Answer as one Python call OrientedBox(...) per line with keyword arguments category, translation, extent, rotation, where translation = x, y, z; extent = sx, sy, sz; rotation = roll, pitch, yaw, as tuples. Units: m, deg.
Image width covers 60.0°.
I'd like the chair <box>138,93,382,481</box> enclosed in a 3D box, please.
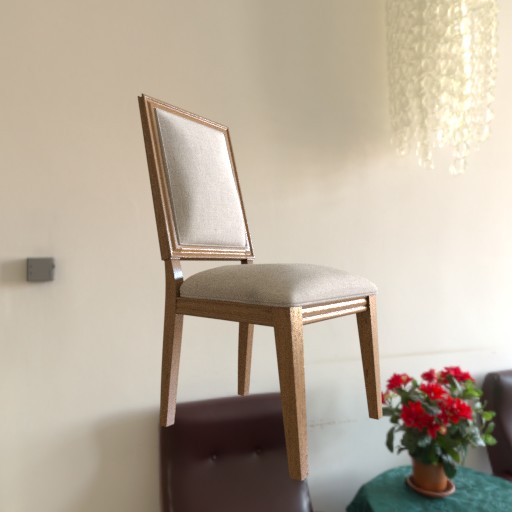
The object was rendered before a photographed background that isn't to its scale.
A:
OrientedBox(category="chair", translation=(0.000, 0.000, 1.344), extent=(0.601, 0.988, 0.536), rotation=(-1, -1, 36))
